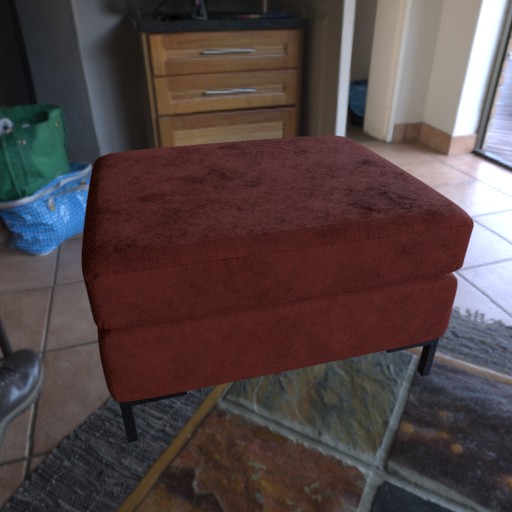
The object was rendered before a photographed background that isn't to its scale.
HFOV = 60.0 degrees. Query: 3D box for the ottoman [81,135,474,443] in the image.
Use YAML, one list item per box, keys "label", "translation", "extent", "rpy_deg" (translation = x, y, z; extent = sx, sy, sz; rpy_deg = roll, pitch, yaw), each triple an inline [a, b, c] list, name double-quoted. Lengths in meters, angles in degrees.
- label: "ottoman"
  translation: [0.000, 0.000, 1.163]
  extent: [0.782, 0.462, 0.650]
  rpy_deg: [-8, 32, -13]
